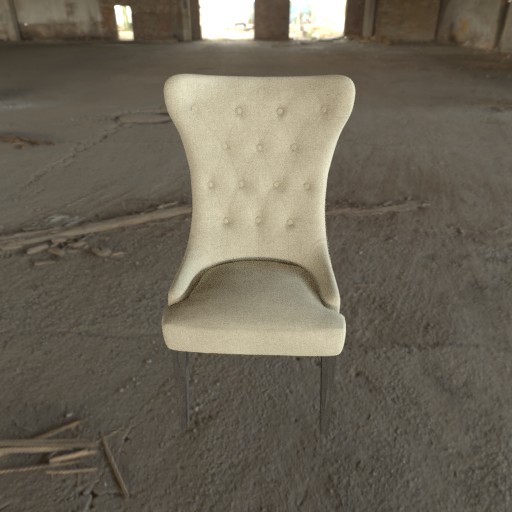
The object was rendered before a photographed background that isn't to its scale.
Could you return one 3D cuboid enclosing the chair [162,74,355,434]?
[{"bbox_3d":[0.000,0.000,1.452,0.584,1.065,0.590,1,29,3],"label":"chair"}]
